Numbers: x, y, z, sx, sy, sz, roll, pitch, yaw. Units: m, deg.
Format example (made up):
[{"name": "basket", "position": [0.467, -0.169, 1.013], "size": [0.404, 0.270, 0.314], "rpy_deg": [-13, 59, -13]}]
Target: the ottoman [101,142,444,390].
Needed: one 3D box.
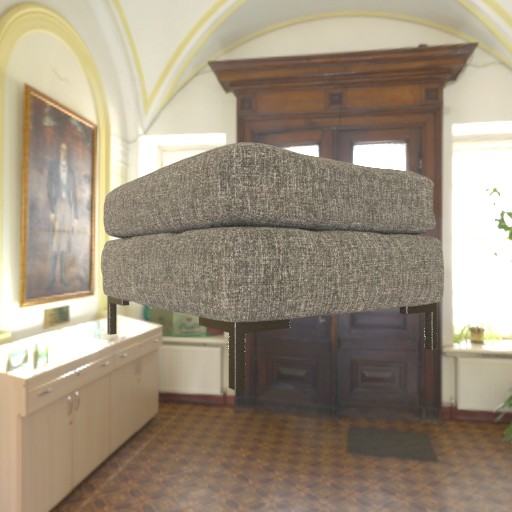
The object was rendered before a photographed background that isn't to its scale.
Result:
[{"name": "ottoman", "position": [0.000, 0.000, 1.260], "size": [0.683, 0.480, 0.828], "rpy_deg": [0, 0, -36]}]
